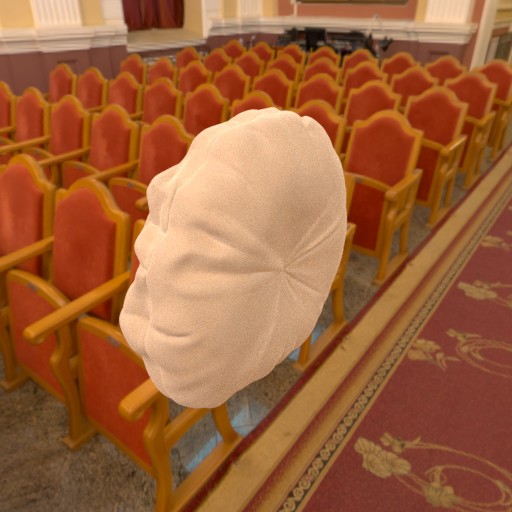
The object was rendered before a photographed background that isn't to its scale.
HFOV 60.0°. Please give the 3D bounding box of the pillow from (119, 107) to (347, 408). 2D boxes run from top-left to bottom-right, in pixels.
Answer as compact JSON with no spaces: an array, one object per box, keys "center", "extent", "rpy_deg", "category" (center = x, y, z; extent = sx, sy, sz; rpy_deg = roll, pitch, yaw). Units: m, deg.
[{"center":[0.000,0.000,0.641],"extent":[0.148,0.407,0.428],"rpy_deg":[21,36,32],"category":"pillow"}]
